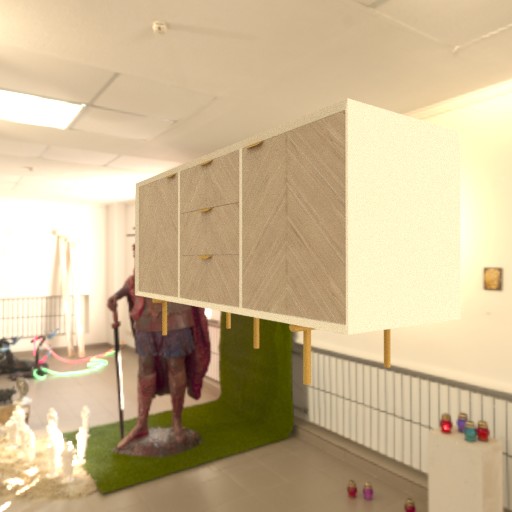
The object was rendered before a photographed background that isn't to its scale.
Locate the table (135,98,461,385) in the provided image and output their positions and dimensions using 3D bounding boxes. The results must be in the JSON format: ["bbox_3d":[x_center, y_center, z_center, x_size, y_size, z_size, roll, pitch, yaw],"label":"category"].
[{"bbox_3d":[0.000,0.000,1.852,0.508,0.769,1.500,0,-1,-35],"label":"table"}]
